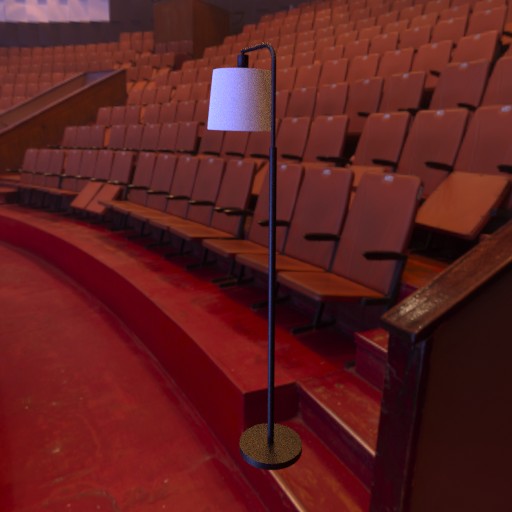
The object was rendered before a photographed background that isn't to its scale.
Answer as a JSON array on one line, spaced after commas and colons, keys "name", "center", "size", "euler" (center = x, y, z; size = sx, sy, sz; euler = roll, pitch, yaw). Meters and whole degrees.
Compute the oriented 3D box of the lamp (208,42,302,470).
[{"name": "lamp", "center": [0.000, 0.000, 1.664], "size": [0.254, 1.478, 0.508], "euler": [-6, 15, -25]}]
